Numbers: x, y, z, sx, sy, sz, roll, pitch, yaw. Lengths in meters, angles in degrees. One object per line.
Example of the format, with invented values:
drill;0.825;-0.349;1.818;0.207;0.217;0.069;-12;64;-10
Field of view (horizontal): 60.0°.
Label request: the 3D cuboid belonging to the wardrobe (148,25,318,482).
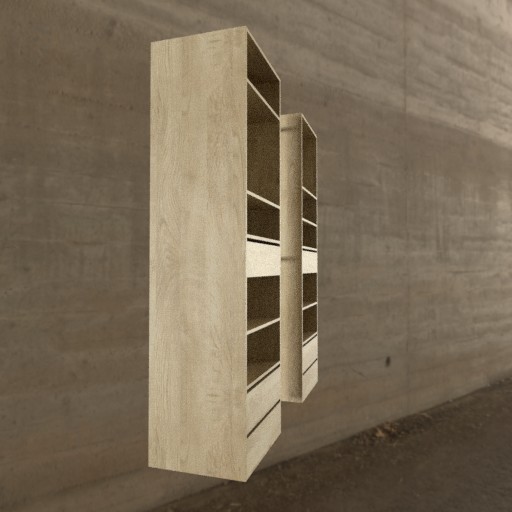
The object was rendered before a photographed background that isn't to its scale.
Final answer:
wardrobe;0.000;0.000;2.857;0.480;2.000;1.770;0;-1;18
